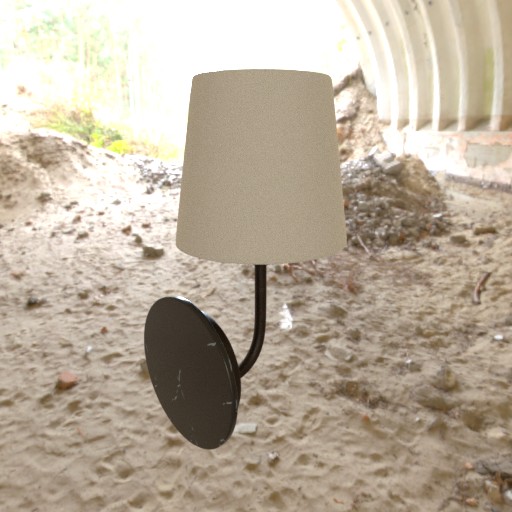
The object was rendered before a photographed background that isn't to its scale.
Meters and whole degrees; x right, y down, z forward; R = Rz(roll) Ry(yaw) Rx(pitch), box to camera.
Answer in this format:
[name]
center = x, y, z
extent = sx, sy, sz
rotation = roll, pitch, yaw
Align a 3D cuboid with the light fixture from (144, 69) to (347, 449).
[light fixture]
center = 0.000, 0.000, 0.448
extent = 0.188, 0.337, 0.168
rotation = -14, 21, -41
